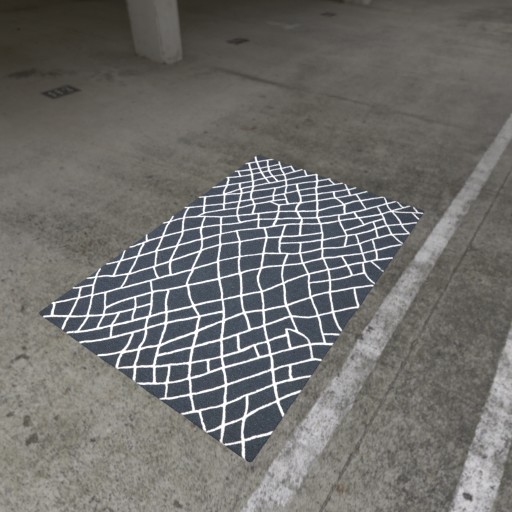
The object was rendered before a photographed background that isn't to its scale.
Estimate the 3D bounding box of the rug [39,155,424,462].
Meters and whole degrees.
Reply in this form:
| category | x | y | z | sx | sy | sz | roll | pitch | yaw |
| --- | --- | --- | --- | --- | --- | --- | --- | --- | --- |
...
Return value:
| category | x | y | z | sx | sy | sz | roll | pitch | yaw |
| --- | --- | --- | --- | --- | --- | --- | --- | --- | --- |
| rug | 0.000 | 0.000 | 2.376 | 1.223 | 0.013 | 1.830 | 25 | 47 | 25 |
